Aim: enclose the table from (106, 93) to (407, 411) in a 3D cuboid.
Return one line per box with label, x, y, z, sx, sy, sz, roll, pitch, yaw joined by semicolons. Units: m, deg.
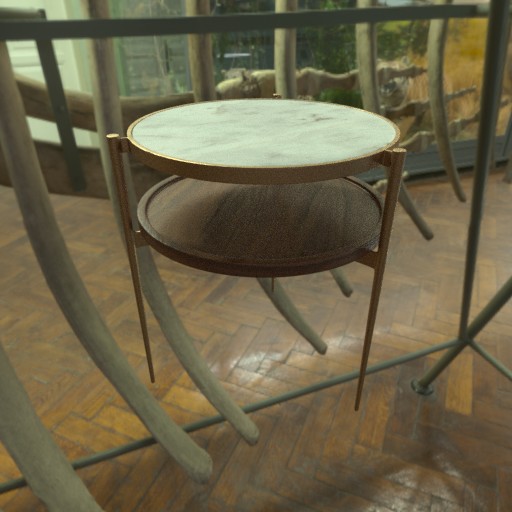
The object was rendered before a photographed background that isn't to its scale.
table;0.000;0.000;0.827;0.456;0.493;0.430;-11;32;-18
